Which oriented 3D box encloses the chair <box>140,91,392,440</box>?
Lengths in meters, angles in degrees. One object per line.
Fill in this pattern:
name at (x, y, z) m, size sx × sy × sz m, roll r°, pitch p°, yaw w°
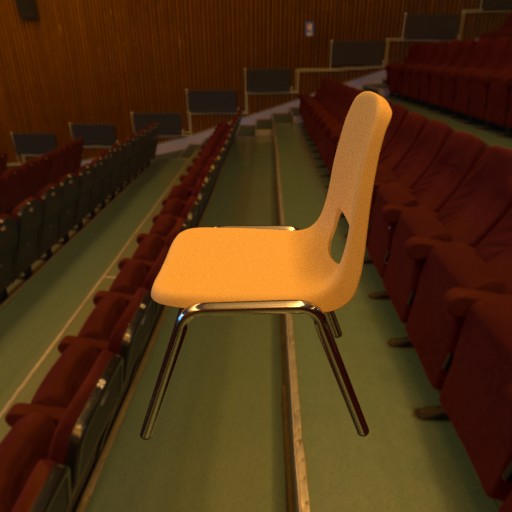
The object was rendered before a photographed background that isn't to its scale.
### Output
chair at (0.000, 0.000, 0.842) m, size 0.423 × 0.586 × 0.354 m, roll 0°, pitch 25°, yaw 1°
